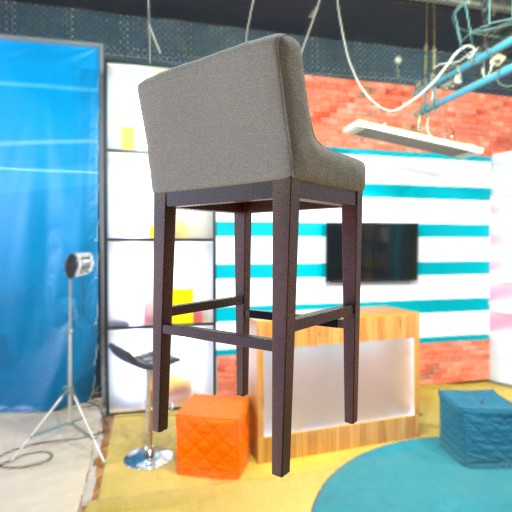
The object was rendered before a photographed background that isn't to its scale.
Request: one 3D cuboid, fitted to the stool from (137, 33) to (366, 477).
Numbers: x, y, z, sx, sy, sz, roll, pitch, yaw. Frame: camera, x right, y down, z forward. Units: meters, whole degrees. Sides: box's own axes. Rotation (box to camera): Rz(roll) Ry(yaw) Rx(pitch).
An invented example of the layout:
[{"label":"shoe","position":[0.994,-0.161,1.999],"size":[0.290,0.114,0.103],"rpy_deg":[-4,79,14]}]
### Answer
[{"label":"stool","position":[0.000,0.000,1.326],"size":[0.511,1.037,0.500],"rpy_deg":[1,1,37]}]
